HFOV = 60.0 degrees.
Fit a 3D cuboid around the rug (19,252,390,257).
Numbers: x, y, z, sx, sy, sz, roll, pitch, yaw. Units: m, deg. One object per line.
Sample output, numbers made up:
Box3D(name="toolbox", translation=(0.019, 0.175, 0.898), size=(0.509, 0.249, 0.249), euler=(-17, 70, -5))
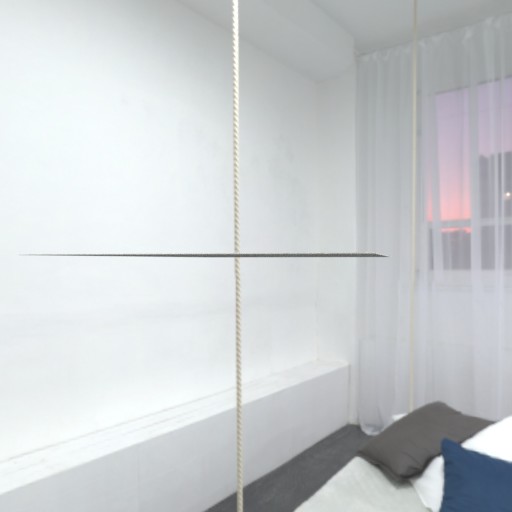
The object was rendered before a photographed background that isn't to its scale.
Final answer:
Box3D(name="rug", translation=(0.000, 0.000, 4.170), size=(2.354, 0.007, 3.196), euler=(0, 0, 18))
